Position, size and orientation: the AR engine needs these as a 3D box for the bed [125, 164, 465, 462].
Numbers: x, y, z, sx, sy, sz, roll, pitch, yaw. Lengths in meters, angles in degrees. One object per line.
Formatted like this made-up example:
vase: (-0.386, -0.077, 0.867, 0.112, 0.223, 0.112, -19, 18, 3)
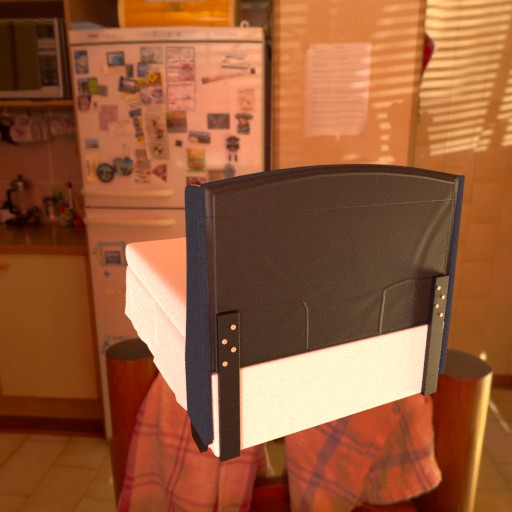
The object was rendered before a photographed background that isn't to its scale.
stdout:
bed: (0.000, 0.000, 3.249, 1.604, 1.402, 2.223, -7, 16, -25)
